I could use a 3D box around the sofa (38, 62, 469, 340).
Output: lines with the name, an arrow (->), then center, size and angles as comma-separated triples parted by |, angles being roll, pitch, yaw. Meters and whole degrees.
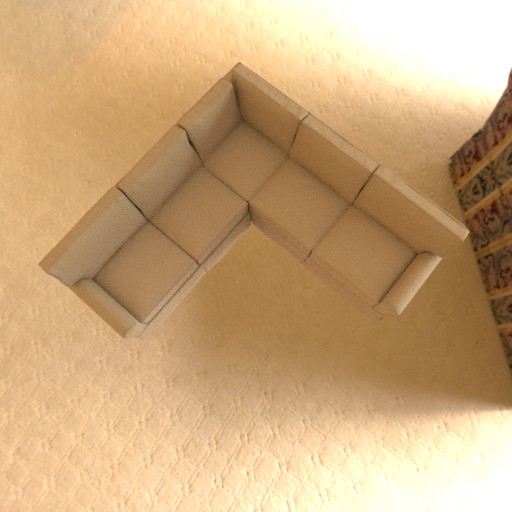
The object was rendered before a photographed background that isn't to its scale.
sofa -> 0.000, 0.000, 4.226 | 2.733, 1.124, 2.730 | 39, 79, 9
